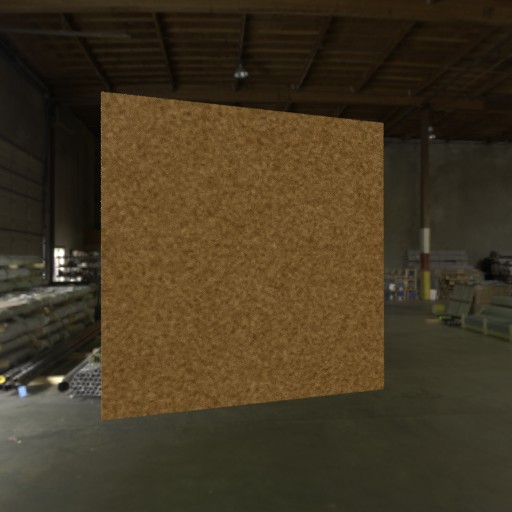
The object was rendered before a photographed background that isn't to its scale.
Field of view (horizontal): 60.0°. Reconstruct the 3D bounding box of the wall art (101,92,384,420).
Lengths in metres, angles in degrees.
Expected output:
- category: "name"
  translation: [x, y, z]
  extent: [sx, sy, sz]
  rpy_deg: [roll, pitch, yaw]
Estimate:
- category: "wall art"
  translation: [0.000, 0.000, 0.676]
  extent: [0.446, 0.445, 0.014]
  rpy_deg: [0, 0, -19]
